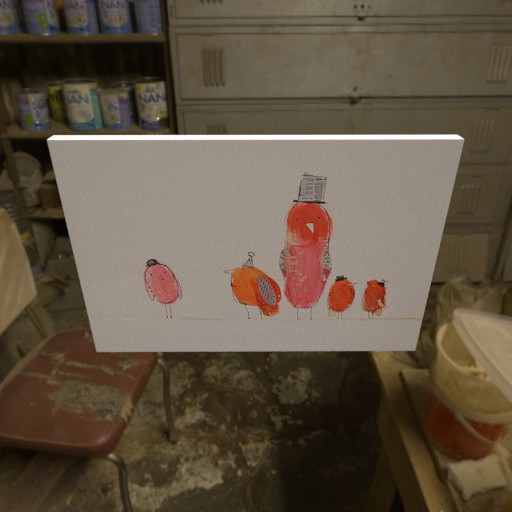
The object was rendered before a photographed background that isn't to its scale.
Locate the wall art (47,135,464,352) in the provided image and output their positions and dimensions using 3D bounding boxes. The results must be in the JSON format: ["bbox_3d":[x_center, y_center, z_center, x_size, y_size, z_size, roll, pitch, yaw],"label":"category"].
[{"bbox_3d":[0.000,0.000,1.138,0.914,0.609,0.038,0,30,0],"label":"wall art"}]
